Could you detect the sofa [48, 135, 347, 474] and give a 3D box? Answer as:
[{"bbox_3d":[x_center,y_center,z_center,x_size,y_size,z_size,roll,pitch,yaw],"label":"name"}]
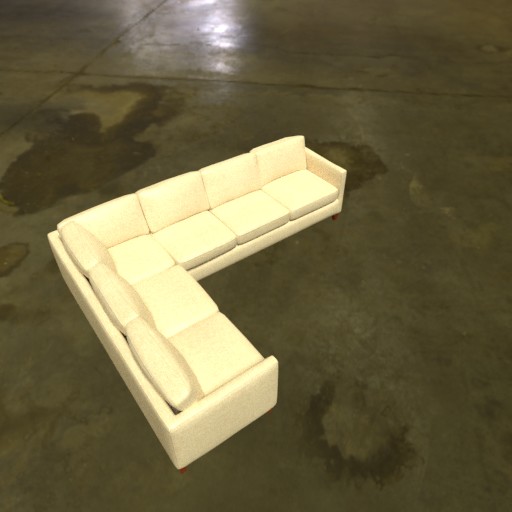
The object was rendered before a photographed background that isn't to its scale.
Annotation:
[{"bbox_3d":[0.000,0.000,4.494,3.302,0.947,2.593,-26,48,-27],"label":"sofa"}]
